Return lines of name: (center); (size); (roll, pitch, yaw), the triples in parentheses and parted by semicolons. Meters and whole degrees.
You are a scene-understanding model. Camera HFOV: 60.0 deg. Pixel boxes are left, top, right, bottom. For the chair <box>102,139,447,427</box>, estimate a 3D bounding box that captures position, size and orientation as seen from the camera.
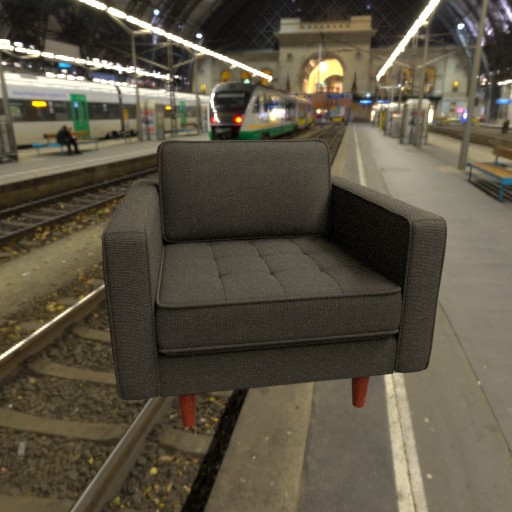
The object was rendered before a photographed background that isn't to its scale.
chair: (0.000, 0.000, 1.557); (0.899, 0.770, 0.919); (-3, 18, -9)
